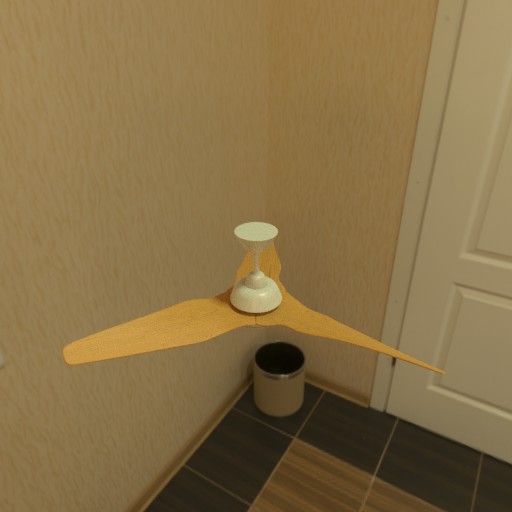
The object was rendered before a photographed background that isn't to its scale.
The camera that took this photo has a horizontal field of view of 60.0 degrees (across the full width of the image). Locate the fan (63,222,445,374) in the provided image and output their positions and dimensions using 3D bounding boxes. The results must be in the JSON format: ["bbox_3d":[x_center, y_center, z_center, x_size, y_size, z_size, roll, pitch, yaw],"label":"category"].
[{"bbox_3d":[0.000,0.000,1.681,1.142,0.355,1.010,1,29,2],"label":"fan"}]
